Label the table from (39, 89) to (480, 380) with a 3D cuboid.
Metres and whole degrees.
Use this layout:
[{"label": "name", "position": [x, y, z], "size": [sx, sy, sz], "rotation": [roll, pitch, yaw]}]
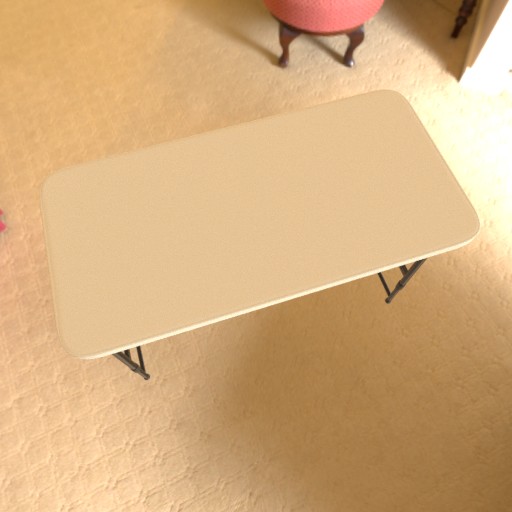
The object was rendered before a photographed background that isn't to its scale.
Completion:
[{"label": "table", "position": [0.000, 0.000, 1.643], "size": [1.219, 0.737, 0.610], "rotation": [-16, 66, -7]}]
